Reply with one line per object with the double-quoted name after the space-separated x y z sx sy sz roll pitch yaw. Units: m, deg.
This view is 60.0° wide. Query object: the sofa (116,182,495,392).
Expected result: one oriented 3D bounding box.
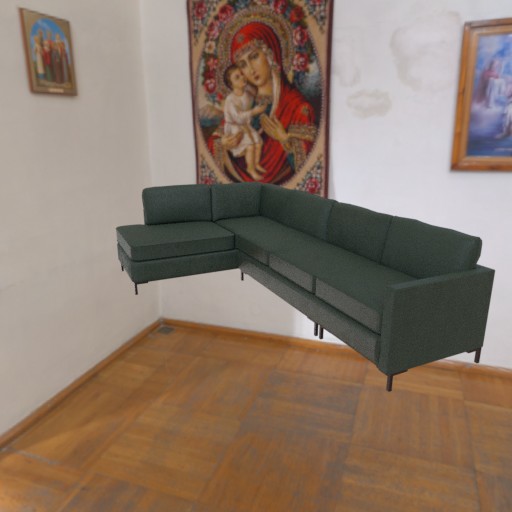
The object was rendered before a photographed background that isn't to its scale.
0.000 0.000 4.160 2.048 0.996 3.384 -8 18 -24 "sofa"
